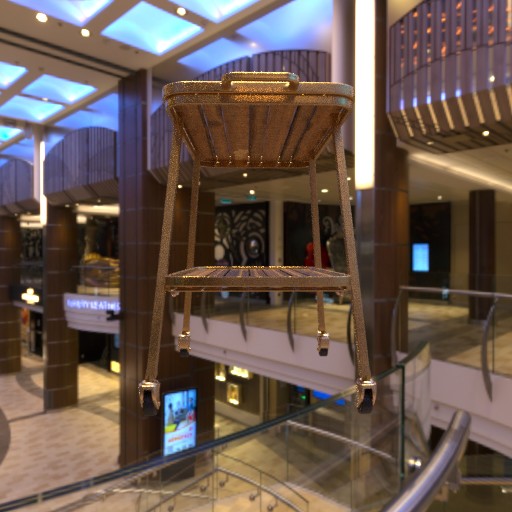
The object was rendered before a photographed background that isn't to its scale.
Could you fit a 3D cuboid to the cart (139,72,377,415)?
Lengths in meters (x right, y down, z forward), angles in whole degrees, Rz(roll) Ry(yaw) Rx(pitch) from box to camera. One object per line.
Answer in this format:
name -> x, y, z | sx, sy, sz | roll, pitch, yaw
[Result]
cart -> 0.000, 0.000, 1.232 | 0.524, 0.700, 0.806 | 0, 0, -1
